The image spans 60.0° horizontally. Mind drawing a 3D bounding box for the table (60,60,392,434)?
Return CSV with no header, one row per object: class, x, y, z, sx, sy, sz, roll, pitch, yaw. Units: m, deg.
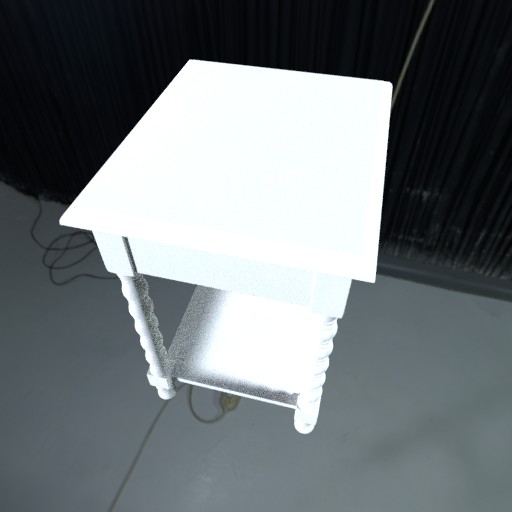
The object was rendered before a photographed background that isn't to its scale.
table,0.000,0.000,0.844,0.381,0.531,0.460,10,48,10
